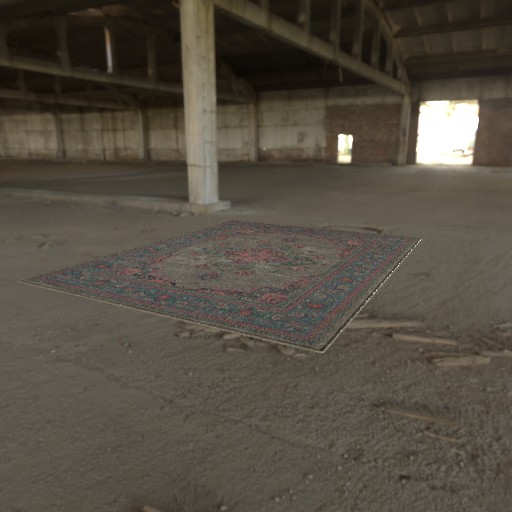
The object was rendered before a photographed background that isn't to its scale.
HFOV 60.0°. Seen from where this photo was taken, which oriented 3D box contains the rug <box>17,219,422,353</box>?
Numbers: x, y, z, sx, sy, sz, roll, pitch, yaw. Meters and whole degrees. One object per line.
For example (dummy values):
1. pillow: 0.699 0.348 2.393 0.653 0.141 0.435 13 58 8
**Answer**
1. rug: 0.000 0.000 4.057 2.434 0.013 3.057 8 16 28
